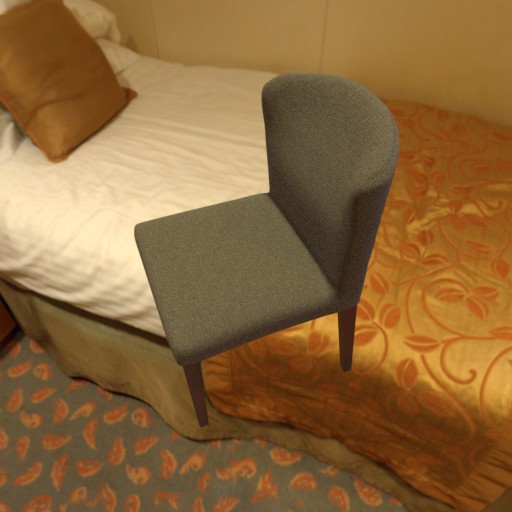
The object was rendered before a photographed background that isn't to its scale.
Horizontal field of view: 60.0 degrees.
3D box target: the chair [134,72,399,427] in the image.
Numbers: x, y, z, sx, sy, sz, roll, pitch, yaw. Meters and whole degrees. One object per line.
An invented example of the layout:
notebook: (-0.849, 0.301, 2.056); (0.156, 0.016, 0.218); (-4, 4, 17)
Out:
chair: (0.000, 0.000, 1.222); (0.589, 0.839, 0.491); (-16, 48, -15)
